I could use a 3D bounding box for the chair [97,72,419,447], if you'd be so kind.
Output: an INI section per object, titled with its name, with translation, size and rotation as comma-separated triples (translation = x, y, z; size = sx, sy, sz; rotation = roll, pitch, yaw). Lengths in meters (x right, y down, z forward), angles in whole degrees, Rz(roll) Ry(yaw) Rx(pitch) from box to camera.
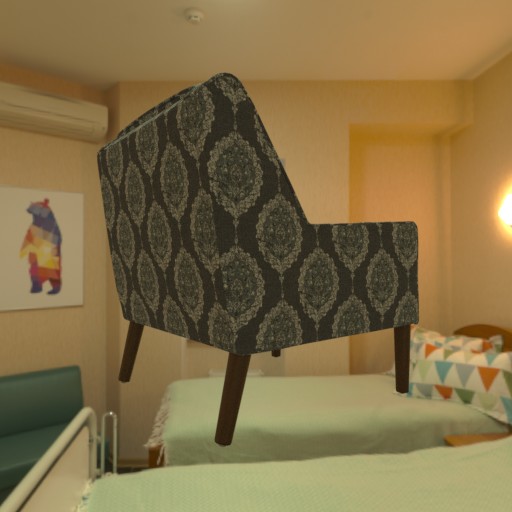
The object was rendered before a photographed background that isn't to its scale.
[chair]
translation = 0.000, 0.000, 1.323
size = 0.743, 0.792, 0.663
rotation = 0, 0, -36
